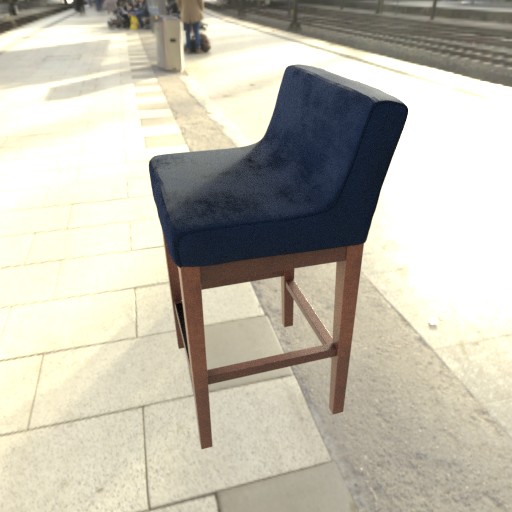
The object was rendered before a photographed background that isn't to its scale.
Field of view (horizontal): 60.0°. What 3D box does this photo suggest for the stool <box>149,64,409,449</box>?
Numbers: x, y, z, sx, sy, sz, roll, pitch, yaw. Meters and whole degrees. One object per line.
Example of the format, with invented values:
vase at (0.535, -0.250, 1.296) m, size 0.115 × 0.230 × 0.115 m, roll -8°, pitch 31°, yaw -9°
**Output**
stool at (0.000, 0.000, 1.264) m, size 0.516 × 0.945 × 0.511 m, roll -9°, pitch 32°, yaw -15°
